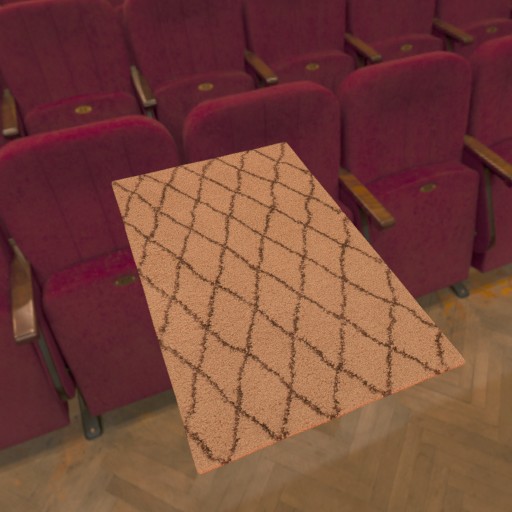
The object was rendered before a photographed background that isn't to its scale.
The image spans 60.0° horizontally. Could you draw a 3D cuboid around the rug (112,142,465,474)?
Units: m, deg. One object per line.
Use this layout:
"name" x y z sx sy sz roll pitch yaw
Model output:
"rug" 0.000 0.000 3.459 1.778 0.030 2.743 -16 49 -15
